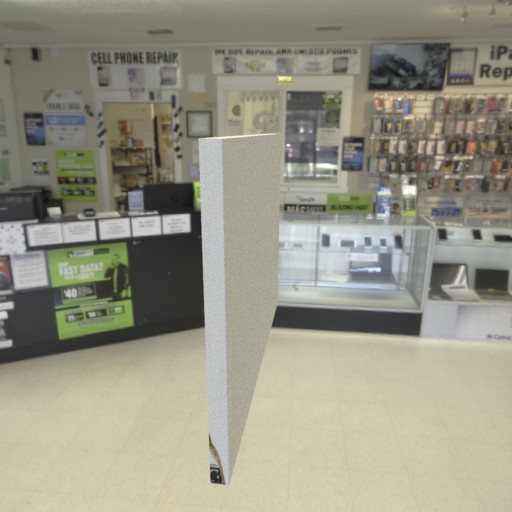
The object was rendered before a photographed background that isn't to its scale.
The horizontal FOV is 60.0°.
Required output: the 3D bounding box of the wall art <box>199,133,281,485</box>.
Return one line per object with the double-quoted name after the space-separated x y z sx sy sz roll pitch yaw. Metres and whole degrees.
0.000 0.000 1.140 0.038 0.601 0.898 2 16 8 "wall art"
